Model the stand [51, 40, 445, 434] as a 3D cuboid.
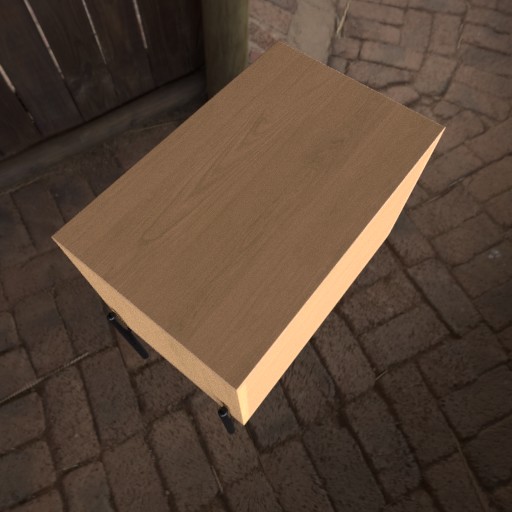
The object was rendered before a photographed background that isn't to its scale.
[{"bbox_3d":[0.000,0.000,1.008,0.400,0.600,0.630,35,68,17],"label":"stand"}]
